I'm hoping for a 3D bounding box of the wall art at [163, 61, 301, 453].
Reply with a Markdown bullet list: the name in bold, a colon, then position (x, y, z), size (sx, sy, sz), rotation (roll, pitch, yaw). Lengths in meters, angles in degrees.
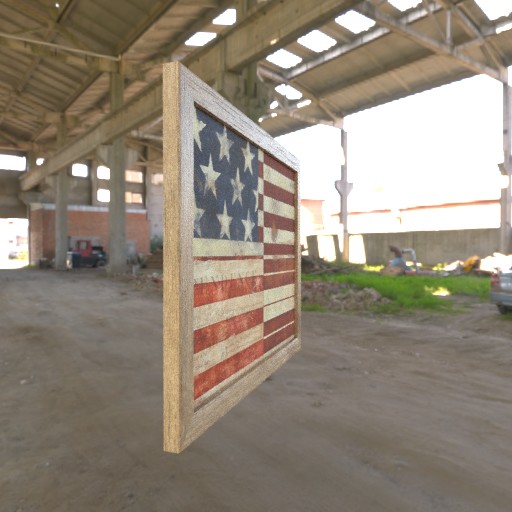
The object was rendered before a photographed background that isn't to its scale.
- **wall art**: position (0.000, 0.000, 0.932), size (0.026, 0.535, 0.690), rotation (0, 1, 20)
